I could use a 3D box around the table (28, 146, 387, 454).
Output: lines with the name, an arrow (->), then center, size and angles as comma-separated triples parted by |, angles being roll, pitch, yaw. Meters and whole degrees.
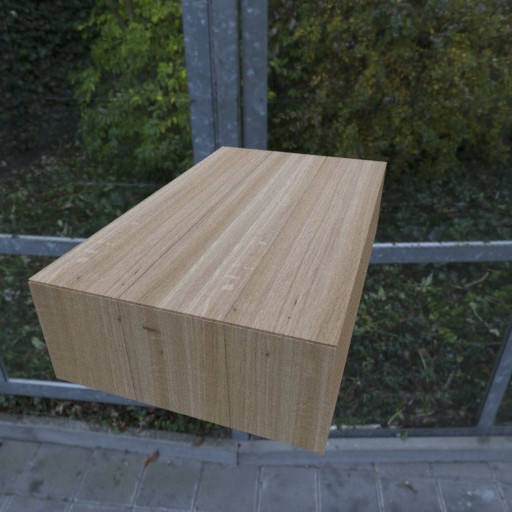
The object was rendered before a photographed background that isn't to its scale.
table -> 0.000, 0.000, 1.416 | 0.678, 0.353, 1.110 | 9, 31, 16
